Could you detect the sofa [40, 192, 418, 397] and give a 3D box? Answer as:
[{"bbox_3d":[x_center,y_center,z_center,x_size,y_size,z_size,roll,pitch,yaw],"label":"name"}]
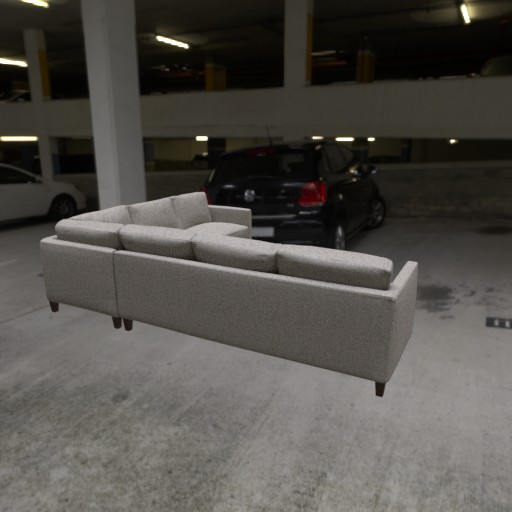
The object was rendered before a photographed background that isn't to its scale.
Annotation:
[{"bbox_3d":[0.000,0.000,4.566,3.302,0.947,2.593,8,17,27],"label":"sofa"}]
